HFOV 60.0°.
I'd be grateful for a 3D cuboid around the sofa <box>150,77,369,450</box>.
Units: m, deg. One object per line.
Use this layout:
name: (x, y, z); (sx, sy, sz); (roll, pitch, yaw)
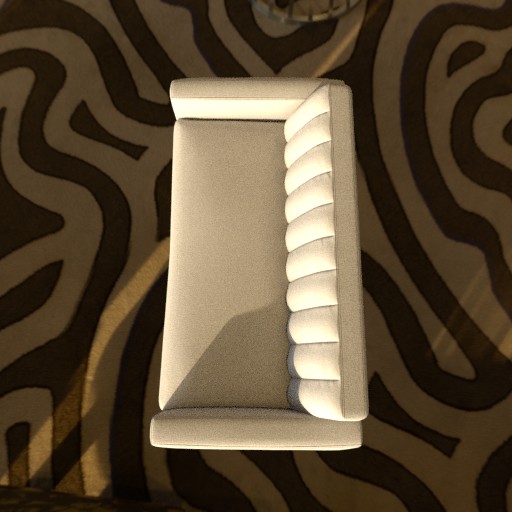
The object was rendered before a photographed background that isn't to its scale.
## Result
sofa: (0.000, 0.000, 2.420); (0.969, 0.814, 1.895); (0, 76, 0)
